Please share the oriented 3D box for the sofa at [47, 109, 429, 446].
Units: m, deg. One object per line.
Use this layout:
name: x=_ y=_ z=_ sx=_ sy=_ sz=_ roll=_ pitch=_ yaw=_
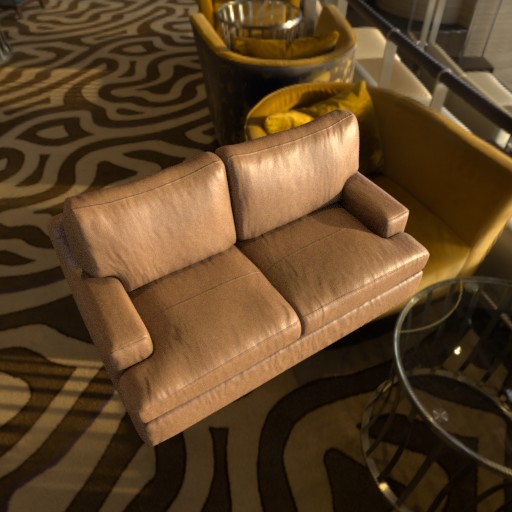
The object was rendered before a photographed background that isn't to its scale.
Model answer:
sofa: x=0.000 y=0.000 z=2.420 sx=1.855 sy=0.980 sz=0.962 roll=-24 pitch=50 yaw=-22
